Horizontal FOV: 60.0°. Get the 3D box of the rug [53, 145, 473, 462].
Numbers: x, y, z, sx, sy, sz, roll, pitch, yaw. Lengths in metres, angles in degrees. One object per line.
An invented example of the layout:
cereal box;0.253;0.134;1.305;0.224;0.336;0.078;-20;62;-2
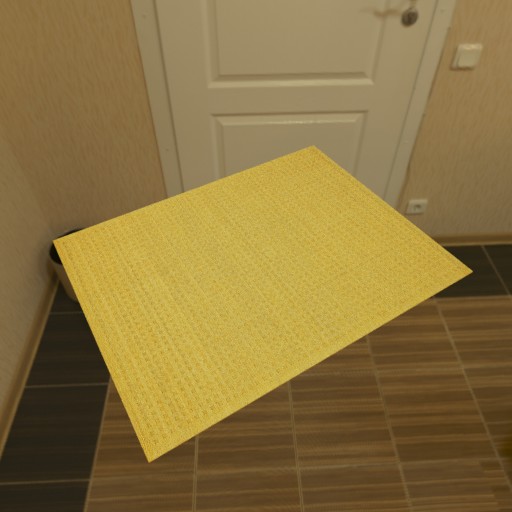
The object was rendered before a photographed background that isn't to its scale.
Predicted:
rug;0.000;0.000;4.297;3.242;0.015;2.486;-24;51;-21
